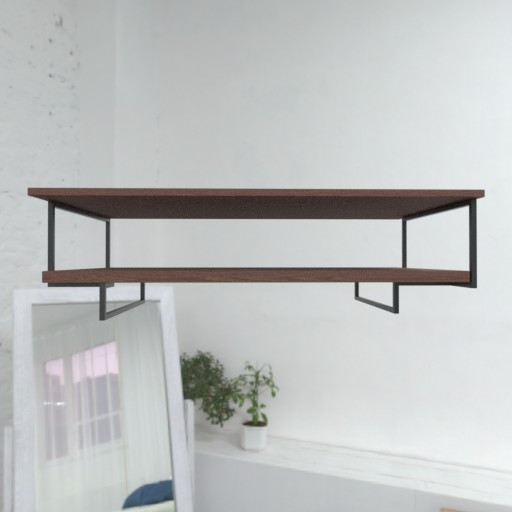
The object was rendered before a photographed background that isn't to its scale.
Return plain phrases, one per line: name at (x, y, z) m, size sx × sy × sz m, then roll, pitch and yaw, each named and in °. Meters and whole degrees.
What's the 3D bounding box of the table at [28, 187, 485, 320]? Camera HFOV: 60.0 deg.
table at (0.000, 0.000, 1.482) m, size 1.197 × 0.347 × 0.651 m, roll 0°, pitch -1°, yaw -2°
